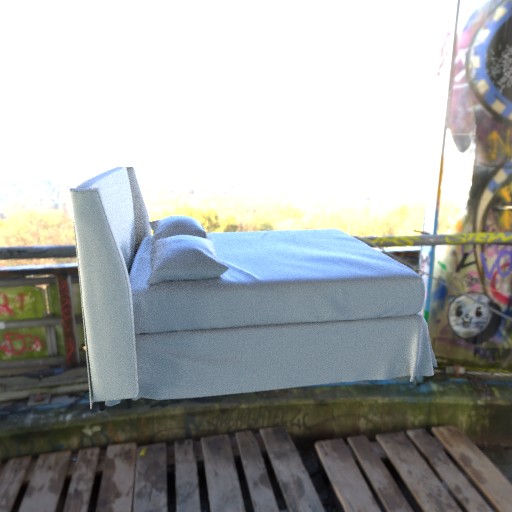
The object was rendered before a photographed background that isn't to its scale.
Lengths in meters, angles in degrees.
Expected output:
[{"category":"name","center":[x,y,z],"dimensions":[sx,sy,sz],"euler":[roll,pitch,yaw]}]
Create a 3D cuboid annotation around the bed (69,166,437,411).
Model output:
[{"category":"bed","center":[0.000,0.000,3.495],"dimensions":[2.276,1.332,1.925],"euler":[-2,15,-9]}]
